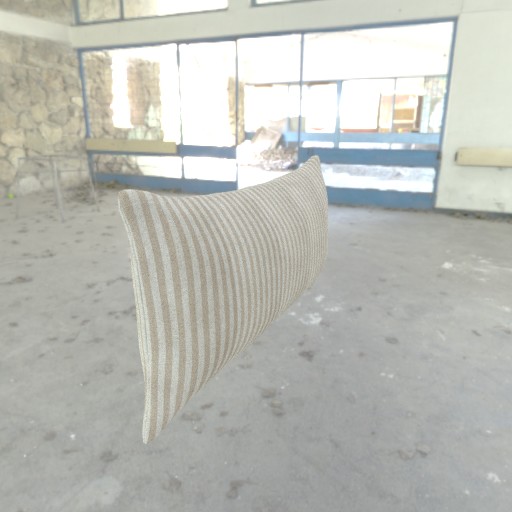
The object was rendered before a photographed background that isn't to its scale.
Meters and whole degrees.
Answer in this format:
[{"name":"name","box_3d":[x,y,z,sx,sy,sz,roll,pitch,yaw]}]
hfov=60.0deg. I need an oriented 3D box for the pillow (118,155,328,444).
[{"name":"pillow","box_3d":[0.000,0.000,0.734,0.151,0.295,0.617,8,18,24]}]
